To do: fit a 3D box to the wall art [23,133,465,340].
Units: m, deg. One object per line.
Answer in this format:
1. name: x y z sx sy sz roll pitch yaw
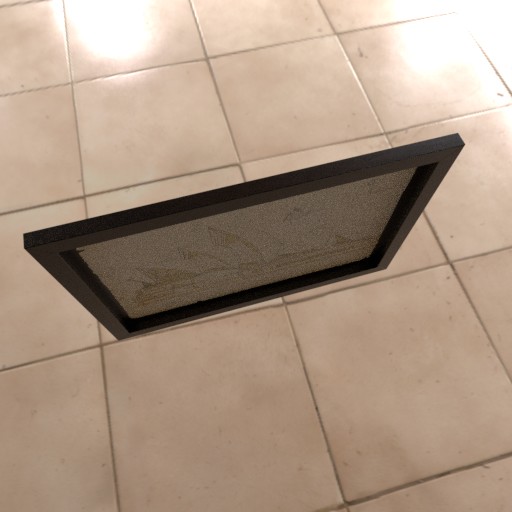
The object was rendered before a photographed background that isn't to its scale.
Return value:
1. wall art: 0.000 0.000 0.847 0.657 0.458 0.027 -14 65 -7
